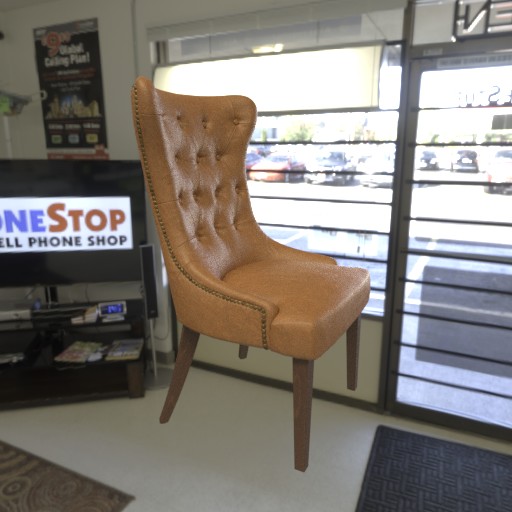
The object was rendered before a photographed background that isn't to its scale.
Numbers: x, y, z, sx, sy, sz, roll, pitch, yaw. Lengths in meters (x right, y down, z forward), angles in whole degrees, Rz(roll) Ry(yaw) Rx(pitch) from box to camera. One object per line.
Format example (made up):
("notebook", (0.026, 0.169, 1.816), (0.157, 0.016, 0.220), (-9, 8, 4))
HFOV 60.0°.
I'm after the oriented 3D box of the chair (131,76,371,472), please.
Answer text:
("chair", (0.000, 0.000, 1.452), (0.669, 1.065, 0.611), (8, 16, 28))
